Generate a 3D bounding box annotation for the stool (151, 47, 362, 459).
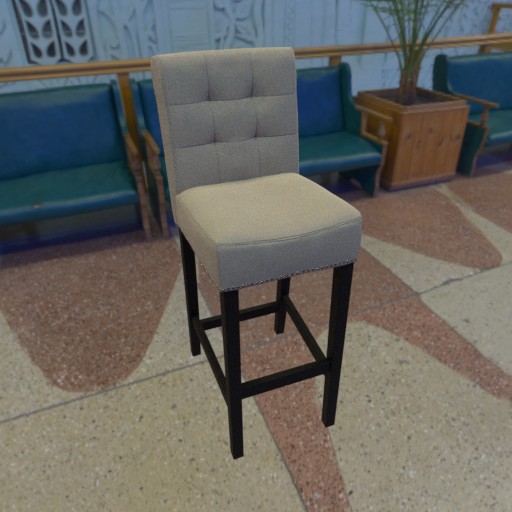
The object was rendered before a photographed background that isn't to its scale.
[{"bbox_3d":[0.000,0.000,1.304,0.411,1.047,0.548,-12,35,-17],"label":"stool"}]
